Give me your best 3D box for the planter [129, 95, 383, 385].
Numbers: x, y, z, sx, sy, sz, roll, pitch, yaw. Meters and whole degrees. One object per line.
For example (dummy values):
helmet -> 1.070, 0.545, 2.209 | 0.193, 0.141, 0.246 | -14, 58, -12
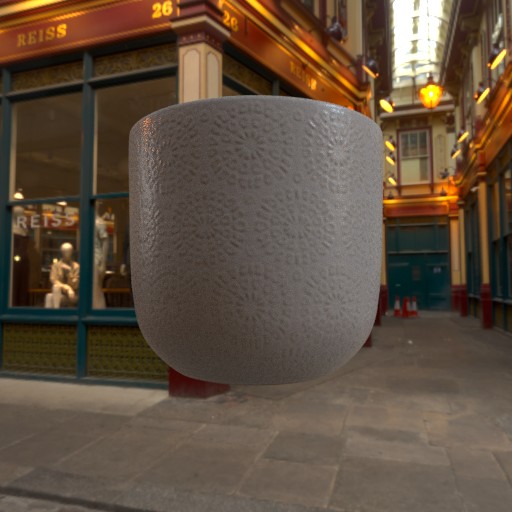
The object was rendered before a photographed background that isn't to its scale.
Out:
planter -> 0.000, 0.000, 0.373 | 0.208, 0.190, 0.208 | 0, -3, 0
